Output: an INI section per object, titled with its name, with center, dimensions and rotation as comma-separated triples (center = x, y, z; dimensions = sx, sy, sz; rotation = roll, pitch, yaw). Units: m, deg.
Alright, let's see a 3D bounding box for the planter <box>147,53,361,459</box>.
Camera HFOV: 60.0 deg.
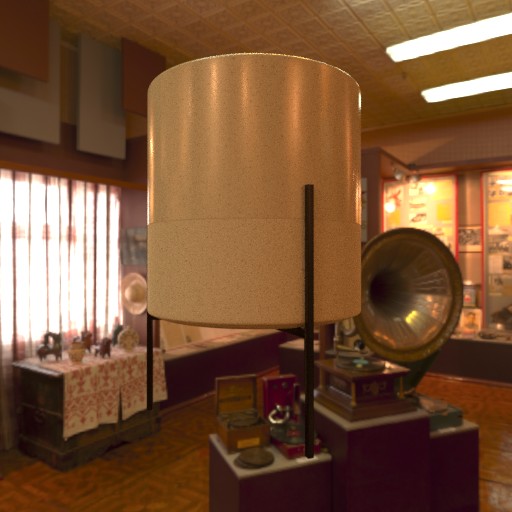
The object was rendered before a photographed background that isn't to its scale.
[planter]
center = 0.000, 0.000, 0.675
dimensions = 0.314, 0.475, 0.323
rotation = 0, 0, 36
